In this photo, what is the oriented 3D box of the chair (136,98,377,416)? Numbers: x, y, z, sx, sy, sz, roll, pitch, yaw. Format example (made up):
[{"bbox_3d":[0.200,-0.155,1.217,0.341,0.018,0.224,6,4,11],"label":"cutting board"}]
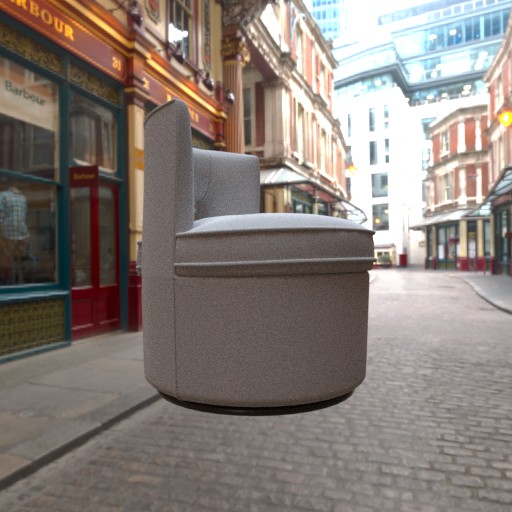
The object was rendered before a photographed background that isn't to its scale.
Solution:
[{"bbox_3d":[0.000,0.000,1.262,0.665,0.723,0.650,0,-1,18],"label":"chair"}]
